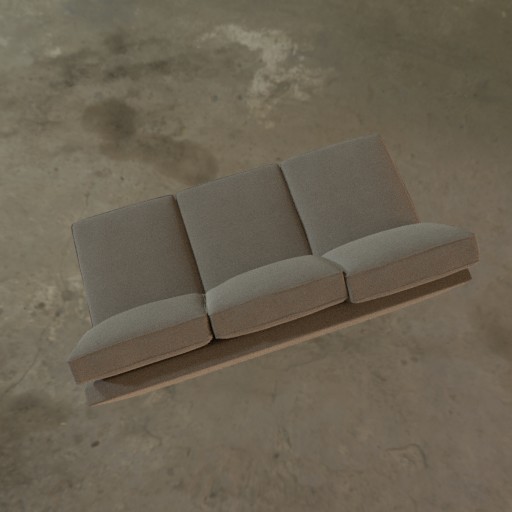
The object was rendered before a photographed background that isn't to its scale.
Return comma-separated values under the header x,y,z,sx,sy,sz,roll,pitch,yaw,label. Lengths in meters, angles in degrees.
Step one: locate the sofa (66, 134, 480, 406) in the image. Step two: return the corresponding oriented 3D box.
x,y,z,sx,sy,sz,roll,pitch,yaw,label
0.000,0.000,2.688,2.092,1.036,1.127,-17,76,-5,sofa
